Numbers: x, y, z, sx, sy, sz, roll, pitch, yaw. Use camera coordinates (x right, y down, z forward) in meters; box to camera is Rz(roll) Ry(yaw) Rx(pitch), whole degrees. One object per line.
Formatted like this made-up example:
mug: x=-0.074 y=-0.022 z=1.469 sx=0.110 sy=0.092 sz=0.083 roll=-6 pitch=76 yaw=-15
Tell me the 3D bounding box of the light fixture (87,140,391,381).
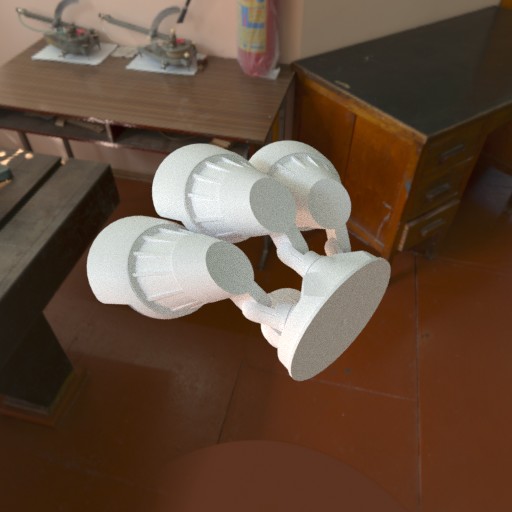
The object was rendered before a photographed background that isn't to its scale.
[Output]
light fixture: x=0.000 y=0.000 z=0.550 sx=0.369 sy=0.237 sz=0.278 roll=-33 pitch=54 yaw=-28
